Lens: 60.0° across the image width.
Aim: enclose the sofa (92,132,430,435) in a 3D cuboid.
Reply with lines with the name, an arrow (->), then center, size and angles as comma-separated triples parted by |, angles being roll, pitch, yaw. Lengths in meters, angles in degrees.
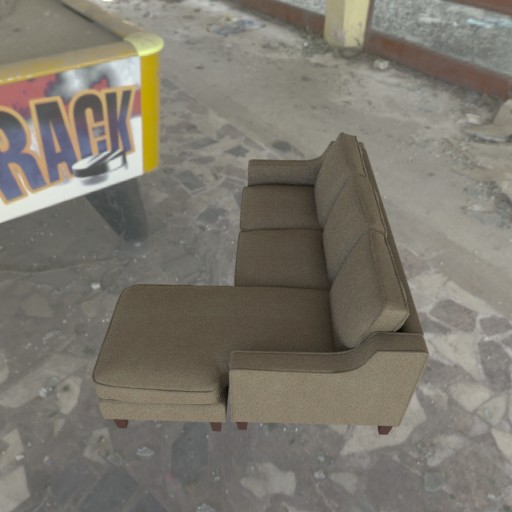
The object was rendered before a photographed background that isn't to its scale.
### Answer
sofa -> 0.000, 0.000, 3.313 | 1.858, 1.081, 2.317 | 1, 41, 1
